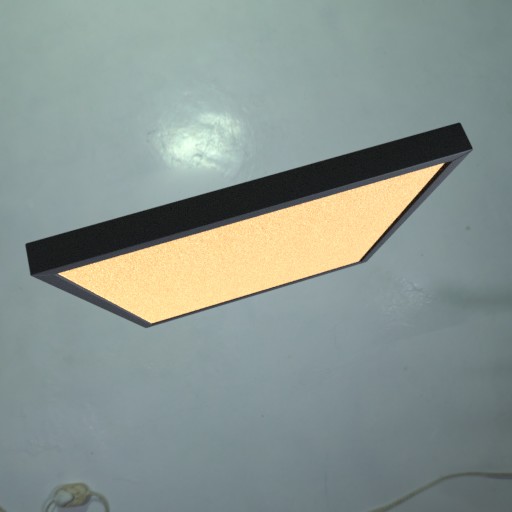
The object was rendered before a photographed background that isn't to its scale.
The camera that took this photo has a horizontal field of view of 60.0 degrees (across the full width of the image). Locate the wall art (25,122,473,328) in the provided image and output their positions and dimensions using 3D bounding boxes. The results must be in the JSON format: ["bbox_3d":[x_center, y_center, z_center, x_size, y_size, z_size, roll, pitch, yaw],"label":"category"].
[{"bbox_3d":[0.000,0.000,0.735,0.508,0.508,0.037,-16,75,-4],"label":"wall art"}]
